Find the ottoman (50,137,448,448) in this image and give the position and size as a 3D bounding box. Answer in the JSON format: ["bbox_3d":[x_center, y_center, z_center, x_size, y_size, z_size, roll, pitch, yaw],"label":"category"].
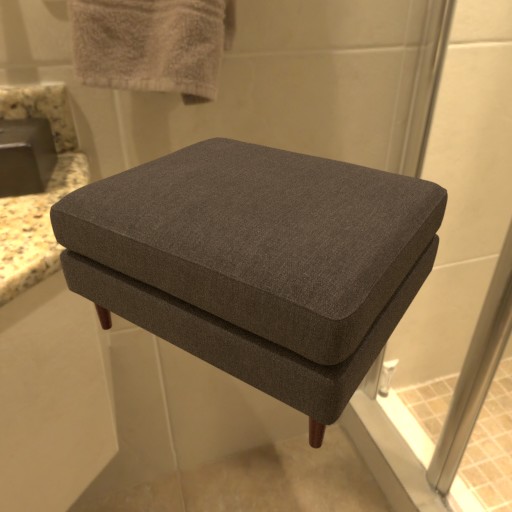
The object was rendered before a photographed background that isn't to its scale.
[{"bbox_3d":[0.000,0.000,1.238,0.821,0.474,0.693,20,36,29],"label":"ottoman"}]
